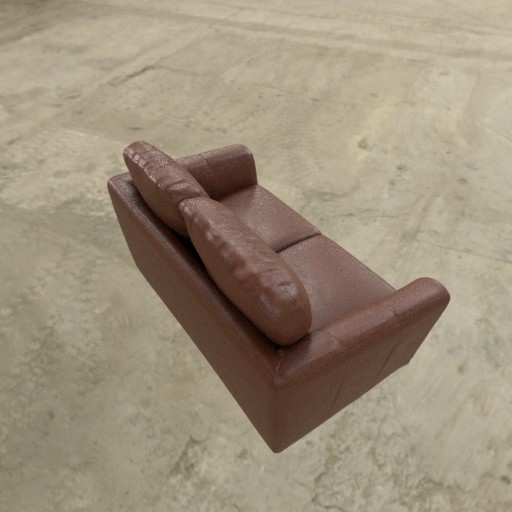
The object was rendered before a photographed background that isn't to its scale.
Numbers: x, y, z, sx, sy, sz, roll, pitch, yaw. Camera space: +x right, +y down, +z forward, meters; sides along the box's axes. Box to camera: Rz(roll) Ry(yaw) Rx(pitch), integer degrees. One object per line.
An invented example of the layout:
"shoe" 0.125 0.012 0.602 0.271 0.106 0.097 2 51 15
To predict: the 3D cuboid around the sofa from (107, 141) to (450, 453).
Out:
"sofa" 0.000 0.000 1.957 0.805 0.906 1.406 -25 48 -25
